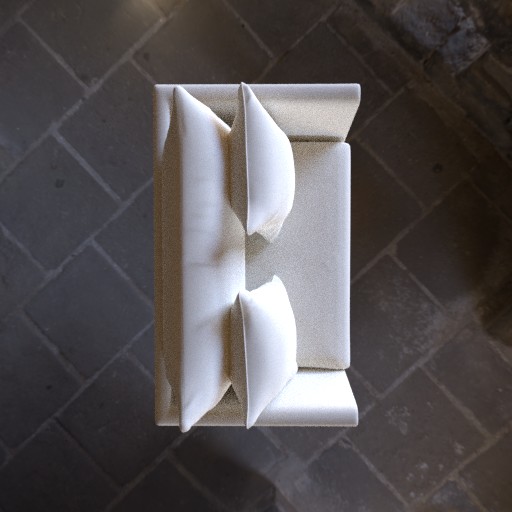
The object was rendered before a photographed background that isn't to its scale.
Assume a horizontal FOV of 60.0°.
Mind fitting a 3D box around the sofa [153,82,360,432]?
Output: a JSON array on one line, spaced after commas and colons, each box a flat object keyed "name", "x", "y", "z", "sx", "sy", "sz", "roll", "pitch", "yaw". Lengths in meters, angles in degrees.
[{"name": "sofa", "x": 0.000, "y": 0.000, "z": 2.282, "sx": 1.026, "sy": 1.039, "sz": 1.608, "roll": 0, "pitch": 92, "yaw": 1}]
